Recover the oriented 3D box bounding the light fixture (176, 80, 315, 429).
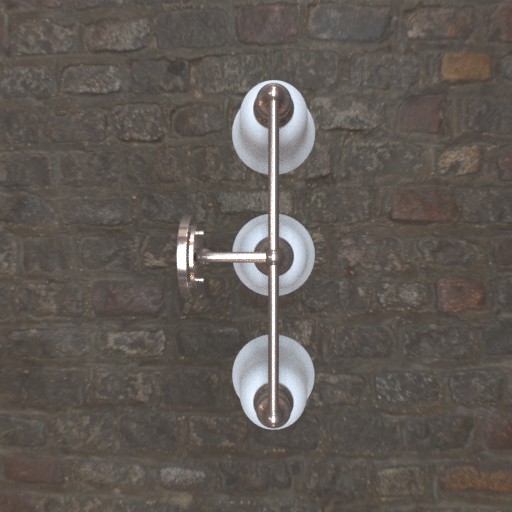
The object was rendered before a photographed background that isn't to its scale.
[{"bbox_3d":[0.000,0.000,0.674,0.198,0.211,0.570,0,91,2],"label":"light fixture"}]
